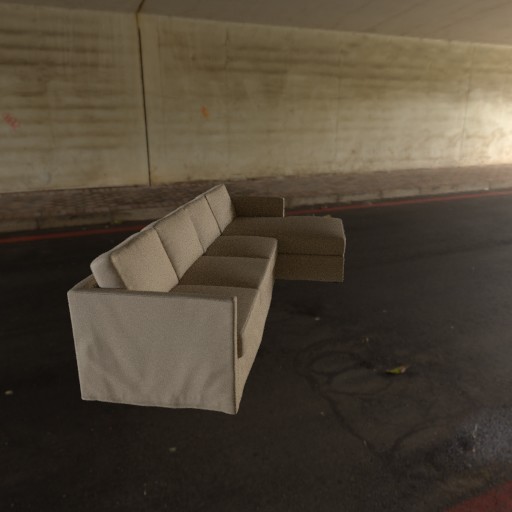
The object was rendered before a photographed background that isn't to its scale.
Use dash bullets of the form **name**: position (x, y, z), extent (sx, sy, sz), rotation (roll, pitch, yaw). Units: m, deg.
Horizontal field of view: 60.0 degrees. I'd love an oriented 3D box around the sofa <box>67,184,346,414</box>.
- **sofa**: position (0.000, 0.000, 3.854), extent (1.622, 0.871, 3.206), rotation (2, 17, 8)
